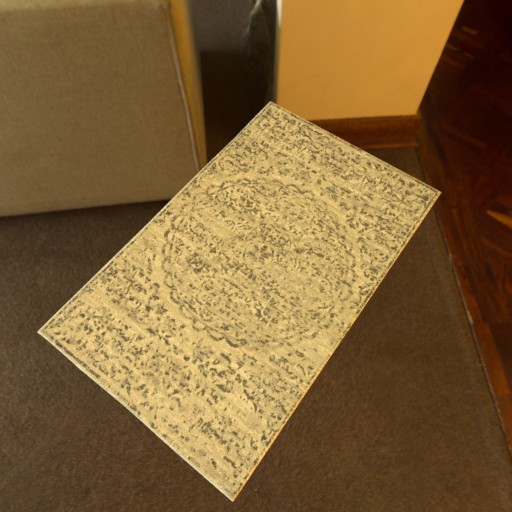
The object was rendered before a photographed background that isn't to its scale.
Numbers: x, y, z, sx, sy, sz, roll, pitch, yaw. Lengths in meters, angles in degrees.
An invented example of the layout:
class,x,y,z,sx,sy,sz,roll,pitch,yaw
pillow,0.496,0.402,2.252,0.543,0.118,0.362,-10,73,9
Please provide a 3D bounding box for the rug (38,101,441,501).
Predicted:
class,x,y,z,sx,sy,sz,roll,pitch,yaw
rug,0.000,0.000,2.963,1.527,0.021,2.447,33,67,16
